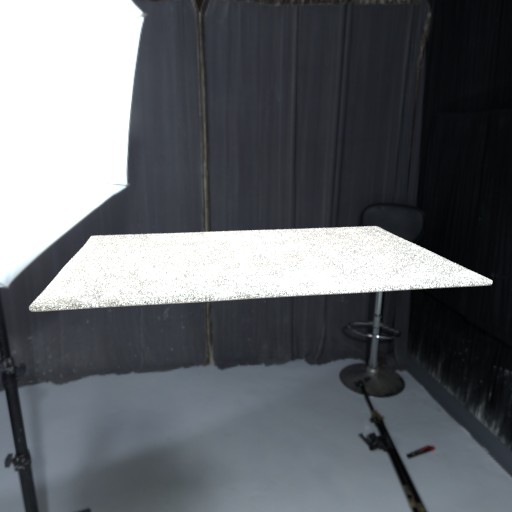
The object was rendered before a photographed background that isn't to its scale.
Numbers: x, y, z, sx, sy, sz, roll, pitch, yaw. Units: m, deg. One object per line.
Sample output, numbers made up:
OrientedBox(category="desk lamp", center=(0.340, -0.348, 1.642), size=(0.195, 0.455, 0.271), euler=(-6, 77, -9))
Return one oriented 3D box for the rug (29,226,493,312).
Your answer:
OrientedBox(category="rug", center=(0.000, 0.000, 2.914), size=(2.350, 0.025, 1.502), euler=(-2, 16, -9))
